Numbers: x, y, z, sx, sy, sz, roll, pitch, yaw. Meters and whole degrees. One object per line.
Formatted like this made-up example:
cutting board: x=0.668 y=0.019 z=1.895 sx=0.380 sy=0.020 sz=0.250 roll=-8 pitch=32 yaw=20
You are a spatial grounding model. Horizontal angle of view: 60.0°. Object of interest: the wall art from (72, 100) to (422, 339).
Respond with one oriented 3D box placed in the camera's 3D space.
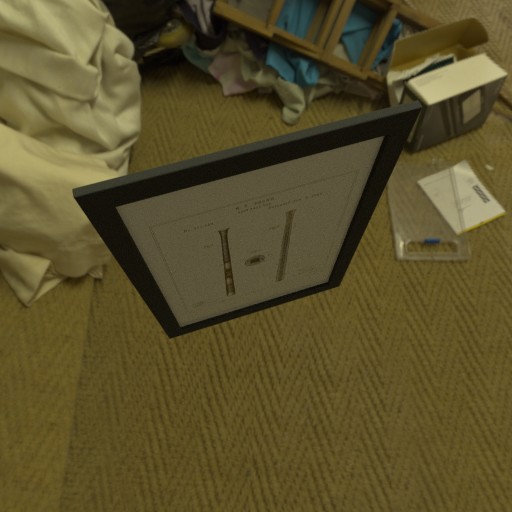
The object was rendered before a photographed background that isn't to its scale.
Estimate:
wall art: x=0.000 y=0.000 z=0.694 sx=0.374 sy=0.529 sz=0.012 roll=-16 pitch=66 yaw=-8
